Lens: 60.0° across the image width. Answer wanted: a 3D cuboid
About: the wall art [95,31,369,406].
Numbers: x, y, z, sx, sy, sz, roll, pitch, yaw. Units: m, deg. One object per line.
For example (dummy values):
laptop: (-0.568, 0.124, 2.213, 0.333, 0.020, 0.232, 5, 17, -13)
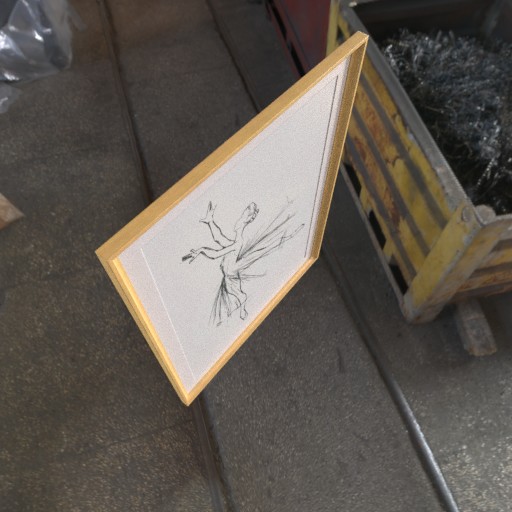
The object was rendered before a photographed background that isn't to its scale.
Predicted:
wall art: (0.000, 0.000, 1.310, 0.030, 1.002, 0.798, 35, 65, 19)
